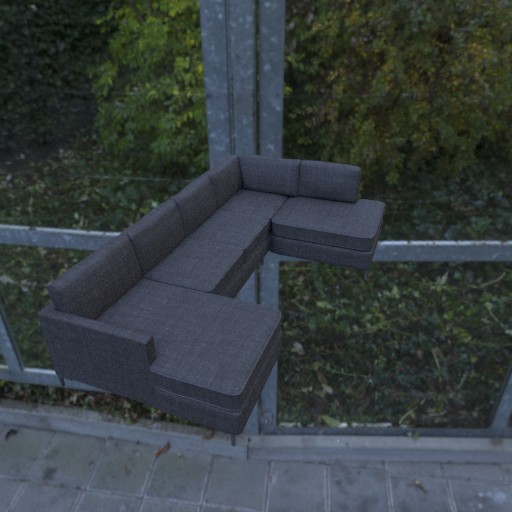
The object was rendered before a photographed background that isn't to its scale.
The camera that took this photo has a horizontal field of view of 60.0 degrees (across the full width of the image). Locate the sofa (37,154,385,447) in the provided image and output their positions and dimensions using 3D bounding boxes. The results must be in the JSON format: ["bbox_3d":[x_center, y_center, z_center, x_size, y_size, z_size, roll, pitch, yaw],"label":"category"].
[{"bbox_3d":[0.000,0.000,4.286,2.048,0.999,3.423,11,32,18],"label":"sofa"}]
